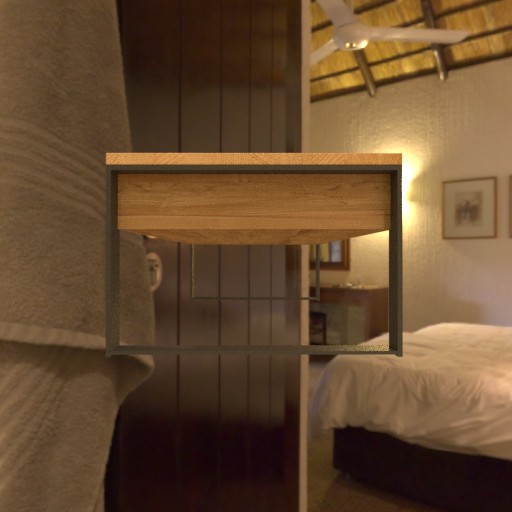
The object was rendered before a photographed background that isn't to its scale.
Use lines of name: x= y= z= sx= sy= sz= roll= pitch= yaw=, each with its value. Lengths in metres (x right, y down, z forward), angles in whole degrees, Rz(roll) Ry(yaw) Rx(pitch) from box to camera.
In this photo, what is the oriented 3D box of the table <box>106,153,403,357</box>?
table: x=0.000 y=0.000 z=1.457 sx=0.590 sy=0.400 sz=1.180 roll=0 pitch=0 yaw=0
